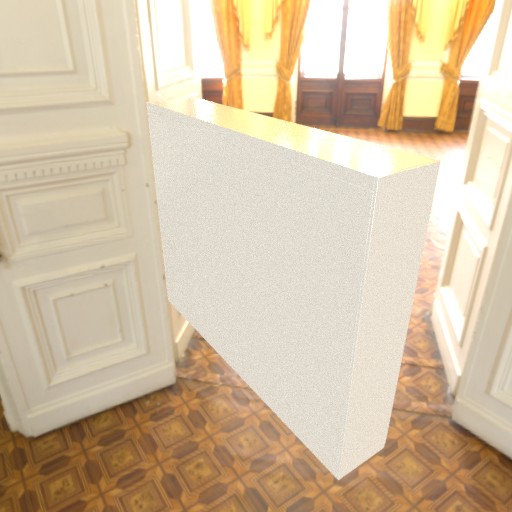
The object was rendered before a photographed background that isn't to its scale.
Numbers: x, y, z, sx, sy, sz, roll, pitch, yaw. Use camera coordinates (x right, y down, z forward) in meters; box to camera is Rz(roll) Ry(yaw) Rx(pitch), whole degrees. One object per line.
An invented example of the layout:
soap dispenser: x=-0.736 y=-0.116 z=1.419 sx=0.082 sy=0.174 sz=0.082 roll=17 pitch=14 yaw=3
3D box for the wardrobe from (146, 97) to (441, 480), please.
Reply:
wardrobe: x=0.000 y=0.000 z=4.032 sx=0.580 sy=2.360 sz=3.000 roll=-18 pitch=33 yaw=-30
